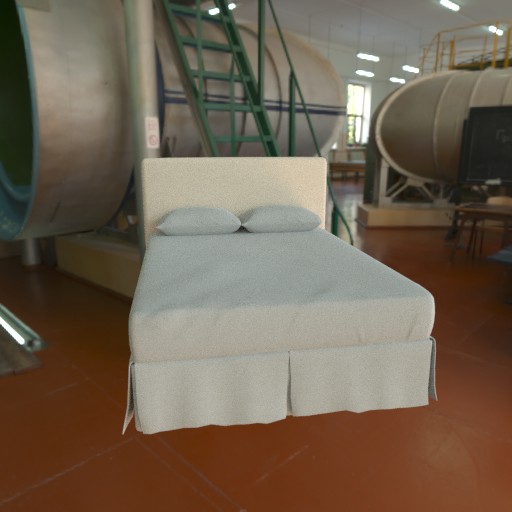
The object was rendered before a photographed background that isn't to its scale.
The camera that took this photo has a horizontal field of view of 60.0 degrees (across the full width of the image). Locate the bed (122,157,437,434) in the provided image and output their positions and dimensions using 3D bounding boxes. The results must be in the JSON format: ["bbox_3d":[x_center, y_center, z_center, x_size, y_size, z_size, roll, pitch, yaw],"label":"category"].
[{"bbox_3d":[0.000,0.000,3.211,1.748,1.330,2.142,-3,15,-10],"label":"bed"}]
